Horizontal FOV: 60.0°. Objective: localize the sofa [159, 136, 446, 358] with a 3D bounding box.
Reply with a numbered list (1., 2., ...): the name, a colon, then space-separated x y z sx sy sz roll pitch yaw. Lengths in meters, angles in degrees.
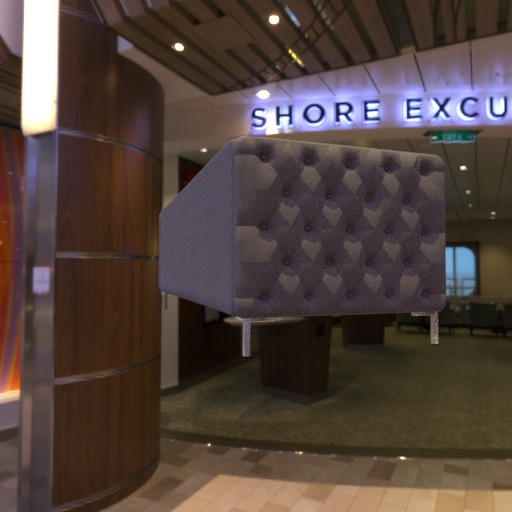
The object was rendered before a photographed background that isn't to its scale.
1. sofa: 0.000 0.000 2.644 0.895 0.771 2.209 1 -2 -19
